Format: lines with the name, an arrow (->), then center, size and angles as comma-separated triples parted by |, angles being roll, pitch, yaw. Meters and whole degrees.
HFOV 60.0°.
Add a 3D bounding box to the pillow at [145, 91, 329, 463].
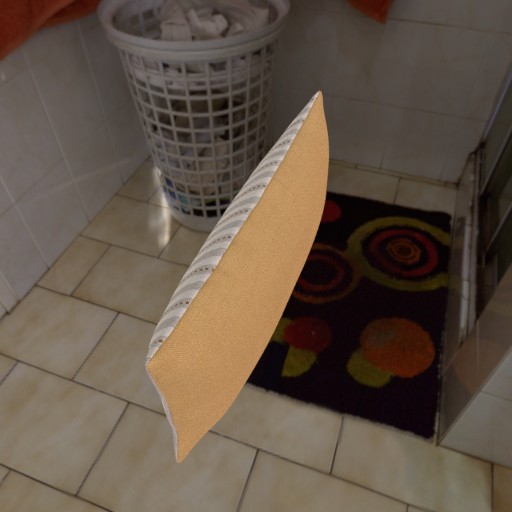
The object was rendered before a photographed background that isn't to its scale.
pillow -> 0.000, 0.000, 0.736 | 0.151, 0.291, 0.608 | 17, 50, 15
